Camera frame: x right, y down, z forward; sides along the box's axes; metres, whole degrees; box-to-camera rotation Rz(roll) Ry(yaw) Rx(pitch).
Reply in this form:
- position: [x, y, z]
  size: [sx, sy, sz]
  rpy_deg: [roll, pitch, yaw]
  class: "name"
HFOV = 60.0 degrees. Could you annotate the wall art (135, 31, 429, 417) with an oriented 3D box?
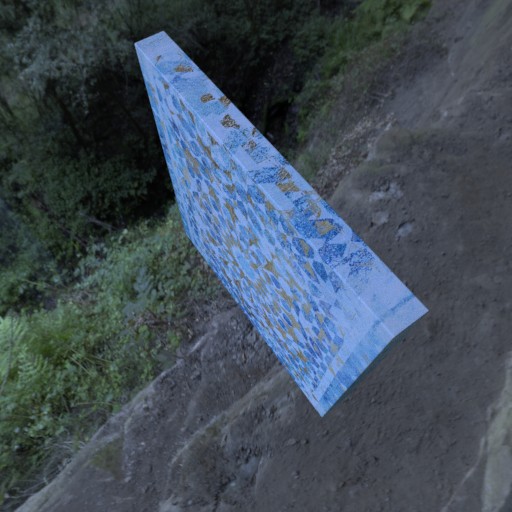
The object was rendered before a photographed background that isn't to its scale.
- position: [0.000, 0.000, 0.588]
  size: [0.037, 0.405, 0.405]
  rpy_deg: [-32, 67, -16]
  class: "wall art"
